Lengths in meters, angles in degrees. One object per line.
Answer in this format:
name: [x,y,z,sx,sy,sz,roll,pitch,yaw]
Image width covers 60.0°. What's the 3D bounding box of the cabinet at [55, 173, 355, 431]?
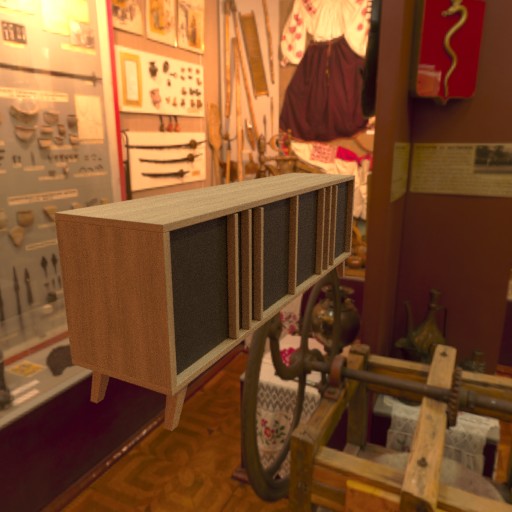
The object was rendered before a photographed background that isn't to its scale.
cabinet: [0.000,0.000,2.534,0.499,0.779,2.198,8,17,27]
